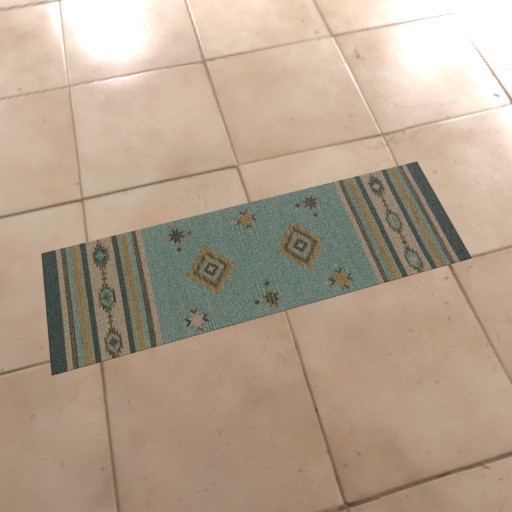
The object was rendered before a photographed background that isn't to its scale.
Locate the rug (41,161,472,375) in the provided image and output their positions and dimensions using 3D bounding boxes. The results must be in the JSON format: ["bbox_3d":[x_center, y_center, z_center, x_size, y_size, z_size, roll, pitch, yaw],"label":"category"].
[{"bbox_3d":[0.000,0.000,2.629,2.441,0.010,0.744,-15,64,-7],"label":"rug"}]
